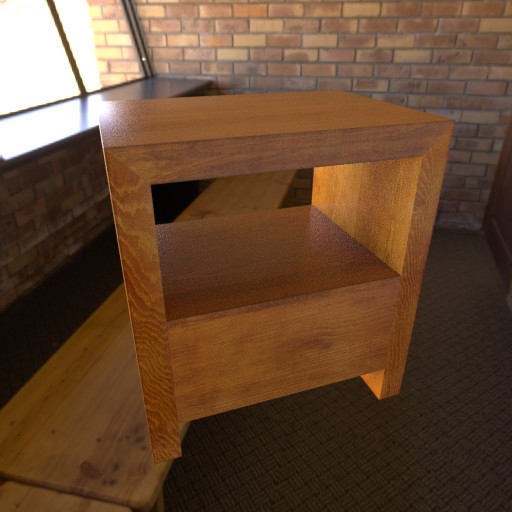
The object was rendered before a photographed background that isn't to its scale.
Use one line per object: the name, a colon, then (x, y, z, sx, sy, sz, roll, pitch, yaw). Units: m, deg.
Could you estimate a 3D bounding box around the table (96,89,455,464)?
table: (0.000, 0.000, 0.951, 0.550, 0.605, 0.400, -9, 29, -17)
